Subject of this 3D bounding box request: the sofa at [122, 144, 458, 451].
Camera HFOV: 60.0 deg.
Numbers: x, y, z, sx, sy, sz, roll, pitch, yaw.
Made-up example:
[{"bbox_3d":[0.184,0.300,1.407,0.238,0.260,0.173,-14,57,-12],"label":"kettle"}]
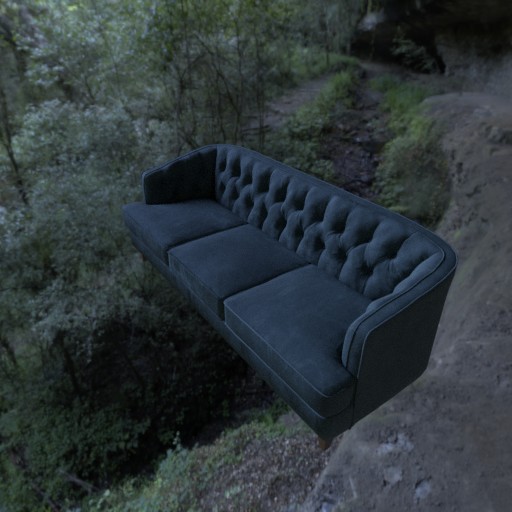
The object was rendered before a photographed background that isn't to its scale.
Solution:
[{"bbox_3d":[0.000,0.000,2.803,0.941,0.855,2.278,-20,36,-30],"label":"sofa"}]
